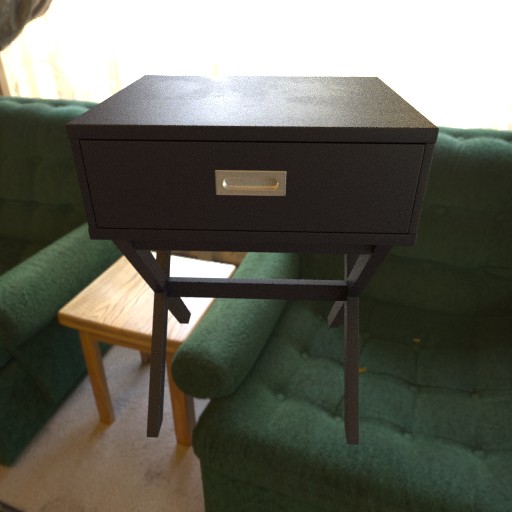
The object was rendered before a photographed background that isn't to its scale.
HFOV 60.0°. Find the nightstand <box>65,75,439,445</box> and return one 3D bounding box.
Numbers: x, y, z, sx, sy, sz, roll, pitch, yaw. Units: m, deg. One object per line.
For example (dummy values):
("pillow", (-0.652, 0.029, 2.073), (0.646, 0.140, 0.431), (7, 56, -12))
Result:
("nightstand", (0.000, 0.000, 0.896), (0.479, 0.623, 0.402), (1, 31, 2))
